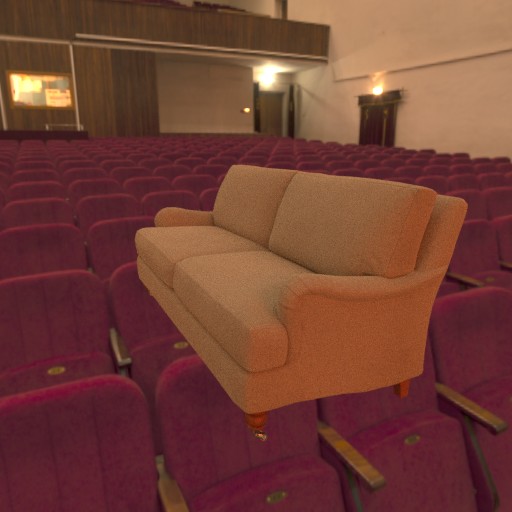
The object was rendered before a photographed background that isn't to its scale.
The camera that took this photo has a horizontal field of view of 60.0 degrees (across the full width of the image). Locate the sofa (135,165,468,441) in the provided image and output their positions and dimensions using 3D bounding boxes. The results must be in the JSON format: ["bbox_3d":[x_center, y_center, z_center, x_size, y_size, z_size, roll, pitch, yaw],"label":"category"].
[{"bbox_3d":[0.000,0.000,2.654,1.091,0.997,2.070,-7,16,-25],"label":"sofa"}]
